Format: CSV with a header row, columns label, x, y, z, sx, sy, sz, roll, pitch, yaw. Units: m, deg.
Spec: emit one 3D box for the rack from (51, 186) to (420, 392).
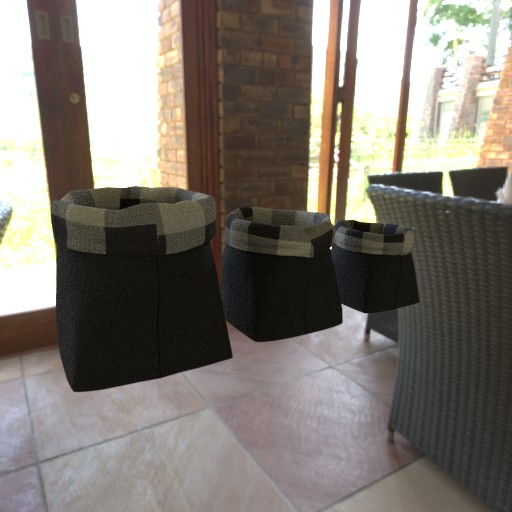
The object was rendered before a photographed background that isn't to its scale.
label,x,y,z,sx,sy,sz,roll,pitch,yaw
rack,0.000,0.000,1.052,0.889,0.329,0.370,-8,17,-26
